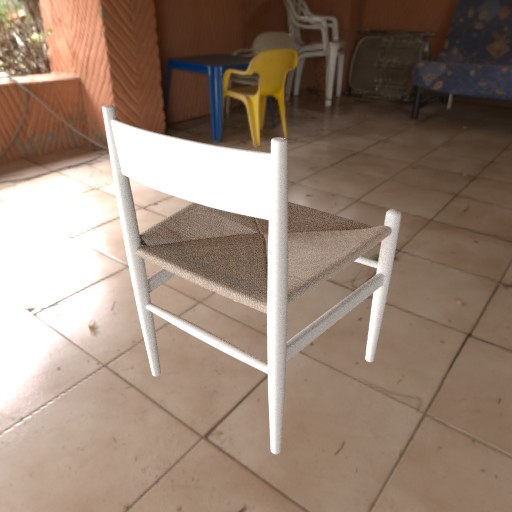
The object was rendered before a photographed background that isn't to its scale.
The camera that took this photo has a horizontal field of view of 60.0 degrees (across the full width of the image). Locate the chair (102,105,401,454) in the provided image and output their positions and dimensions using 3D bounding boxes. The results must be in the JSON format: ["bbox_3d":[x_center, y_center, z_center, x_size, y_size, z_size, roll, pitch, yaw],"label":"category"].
[{"bbox_3d":[0.000,0.000,1.136,0.556,0.762,0.495,20,35,32],"label":"chair"}]
